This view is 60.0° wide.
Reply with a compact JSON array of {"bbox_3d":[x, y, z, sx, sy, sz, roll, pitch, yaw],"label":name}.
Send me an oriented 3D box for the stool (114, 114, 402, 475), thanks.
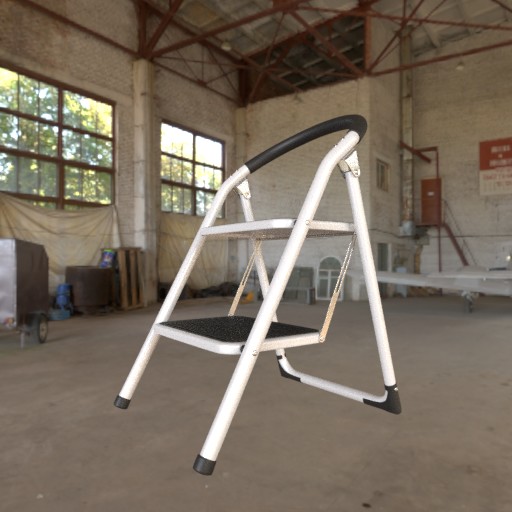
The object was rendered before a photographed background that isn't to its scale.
[{"bbox_3d":[0.000,0.000,1.086,0.559,0.760,0.453,0,-1,-36],"label":"stool"}]
